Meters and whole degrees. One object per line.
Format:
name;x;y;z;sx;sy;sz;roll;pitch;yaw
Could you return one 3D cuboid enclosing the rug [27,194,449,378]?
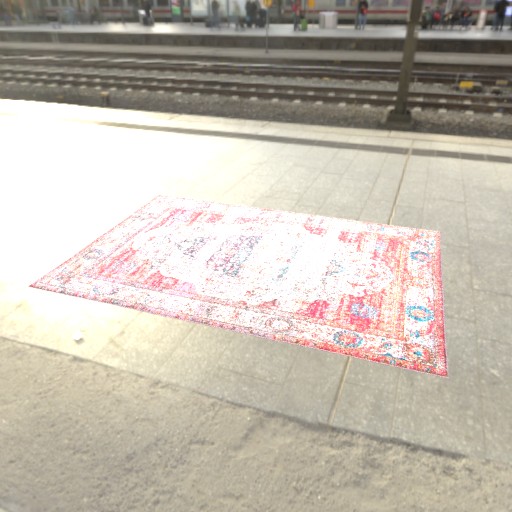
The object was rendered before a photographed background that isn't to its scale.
rug;0.000;0.000;2.300;1.829;0.006;1.219;9;31;16
